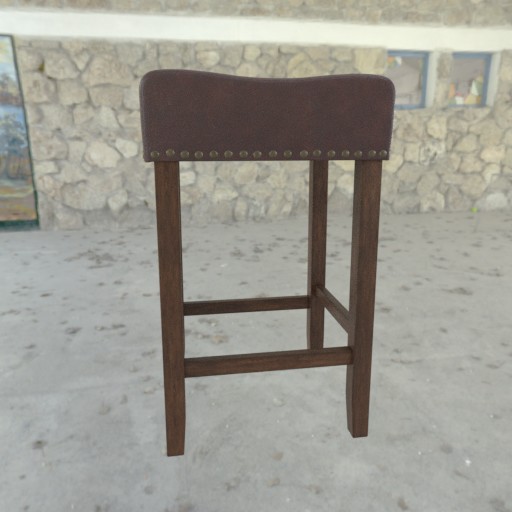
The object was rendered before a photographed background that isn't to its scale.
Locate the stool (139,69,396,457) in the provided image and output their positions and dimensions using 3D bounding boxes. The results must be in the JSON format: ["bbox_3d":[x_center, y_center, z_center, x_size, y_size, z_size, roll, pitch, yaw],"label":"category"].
[{"bbox_3d":[0.000,0.000,1.052,0.465,0.769,0.401,-2,15,-9],"label":"stool"}]
